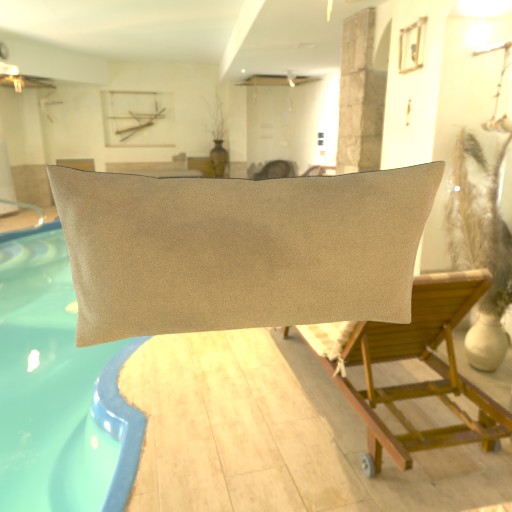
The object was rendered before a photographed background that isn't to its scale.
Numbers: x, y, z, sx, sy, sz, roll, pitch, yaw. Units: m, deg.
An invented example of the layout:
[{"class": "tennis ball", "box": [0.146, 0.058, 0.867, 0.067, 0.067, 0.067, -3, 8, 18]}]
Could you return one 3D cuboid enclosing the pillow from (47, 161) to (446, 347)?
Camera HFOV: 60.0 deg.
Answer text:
[{"class": "pillow", "box": [0.000, 0.000, 0.732, 0.608, 0.305, 0.156, -3, 16, -9]}]
